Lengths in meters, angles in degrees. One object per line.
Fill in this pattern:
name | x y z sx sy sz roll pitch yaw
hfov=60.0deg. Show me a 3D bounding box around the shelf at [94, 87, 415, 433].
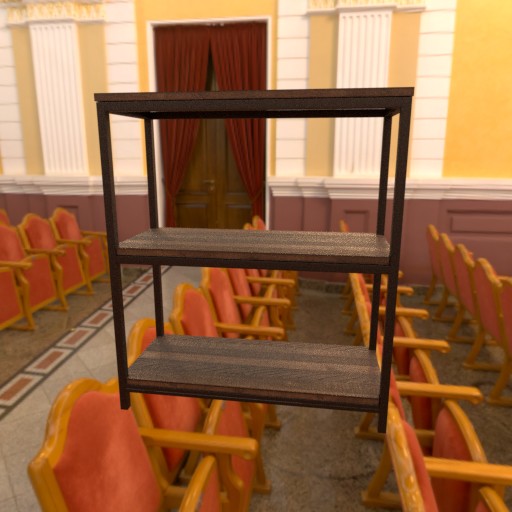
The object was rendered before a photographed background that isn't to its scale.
shelf | 0.000 0.000 1.402 0.822 0.947 0.352 2 14 8
